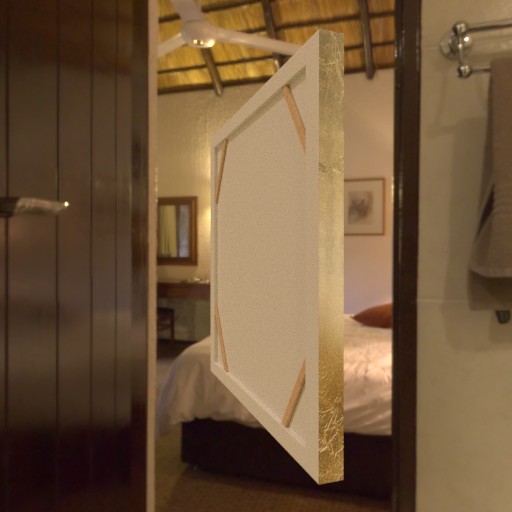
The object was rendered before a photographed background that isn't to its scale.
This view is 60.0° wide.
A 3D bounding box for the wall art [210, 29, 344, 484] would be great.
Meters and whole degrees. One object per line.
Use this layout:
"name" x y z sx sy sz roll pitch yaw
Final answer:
"wall art" 0.000 0.000 0.886 0.038 0.610 0.610 0 0 -20
